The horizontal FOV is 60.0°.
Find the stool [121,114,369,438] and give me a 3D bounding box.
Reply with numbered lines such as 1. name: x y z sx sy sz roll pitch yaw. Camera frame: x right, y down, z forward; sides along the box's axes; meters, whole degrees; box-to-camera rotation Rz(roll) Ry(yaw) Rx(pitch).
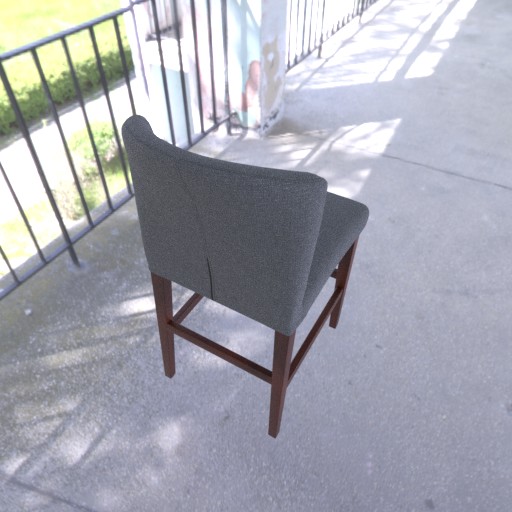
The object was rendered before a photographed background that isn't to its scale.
1. stool: 0.000 0.000 1.295 0.479 0.968 0.568 22 49 21
